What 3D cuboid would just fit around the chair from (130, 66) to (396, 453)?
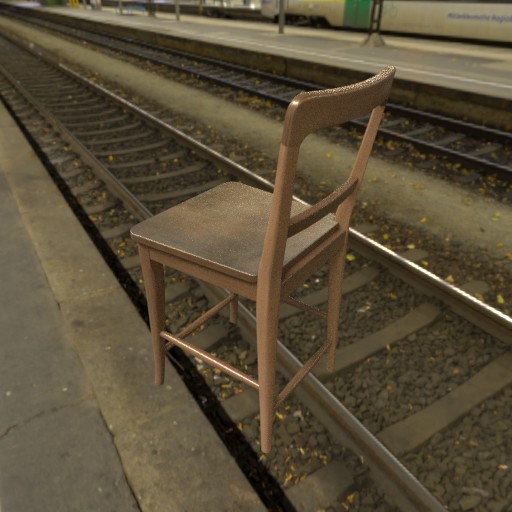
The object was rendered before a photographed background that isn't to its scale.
[{"bbox_3d":[0.000,0.000,1.248,0.546,0.991,0.450,21,37,30],"label":"chair"}]
